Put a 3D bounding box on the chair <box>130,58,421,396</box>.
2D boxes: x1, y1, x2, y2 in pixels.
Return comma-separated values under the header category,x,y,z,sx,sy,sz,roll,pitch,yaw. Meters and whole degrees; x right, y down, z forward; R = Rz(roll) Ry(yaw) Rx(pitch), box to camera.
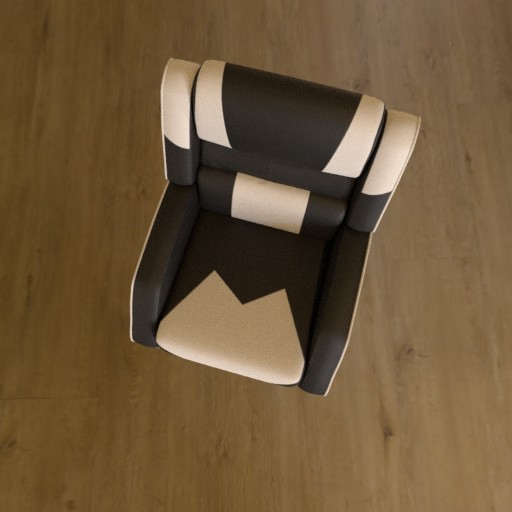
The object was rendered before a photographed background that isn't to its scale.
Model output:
category,x,y,z,sx,sy,sz,roll,pitch,yaw
chair,0.000,0.000,1.300,0.620,0.805,0.672,15,75,4
